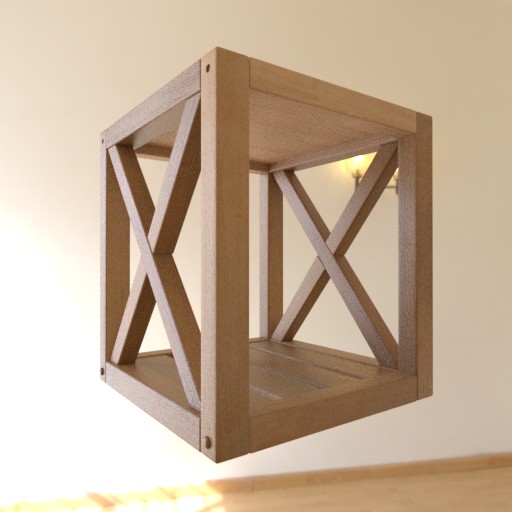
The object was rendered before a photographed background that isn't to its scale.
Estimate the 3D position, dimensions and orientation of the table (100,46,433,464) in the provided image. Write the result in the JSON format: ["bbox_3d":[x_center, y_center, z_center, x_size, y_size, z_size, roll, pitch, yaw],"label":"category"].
[{"bbox_3d":[0.000,0.000,1.028,0.558,0.610,0.559,0,0,-36],"label":"table"}]
